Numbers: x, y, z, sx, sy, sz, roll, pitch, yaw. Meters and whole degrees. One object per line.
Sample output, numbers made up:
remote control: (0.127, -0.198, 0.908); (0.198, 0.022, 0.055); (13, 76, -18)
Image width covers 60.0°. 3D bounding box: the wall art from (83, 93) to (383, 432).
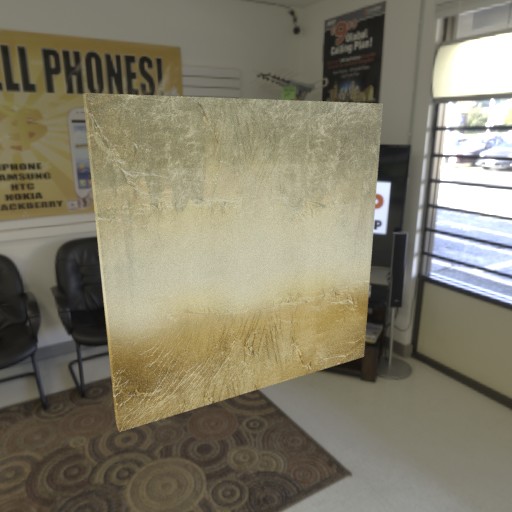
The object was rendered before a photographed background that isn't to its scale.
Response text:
wall art: (0.000, 0.000, 1.638); (1.092, 1.091, 0.051); (-9, 18, -27)
